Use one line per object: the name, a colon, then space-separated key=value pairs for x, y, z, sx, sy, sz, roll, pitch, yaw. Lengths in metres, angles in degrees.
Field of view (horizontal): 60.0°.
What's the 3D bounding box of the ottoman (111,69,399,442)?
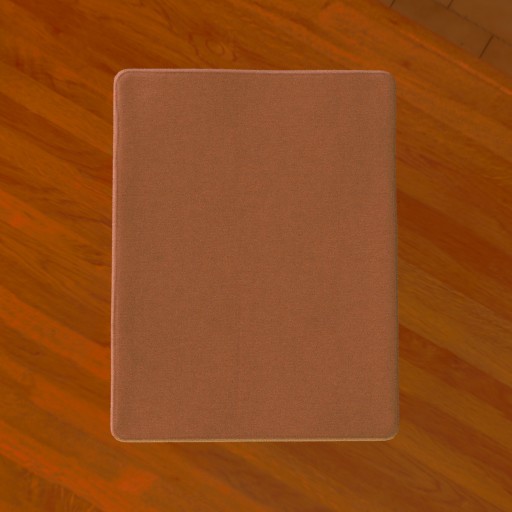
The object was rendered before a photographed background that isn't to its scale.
ottoman: x=0.000 y=0.000 z=1.184 sx=0.648 sy=0.461 sz=0.833 roll=0 pitch=88 yaw=-1
